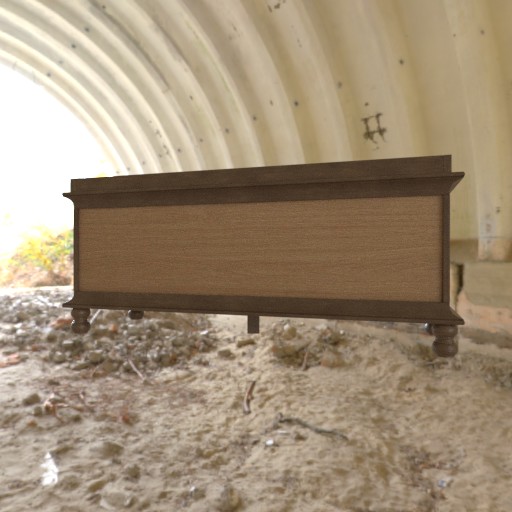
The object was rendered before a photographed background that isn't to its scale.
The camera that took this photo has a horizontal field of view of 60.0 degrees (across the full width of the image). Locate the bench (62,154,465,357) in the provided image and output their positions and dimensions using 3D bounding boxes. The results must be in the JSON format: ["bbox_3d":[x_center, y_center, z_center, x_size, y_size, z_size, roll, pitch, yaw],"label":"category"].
[{"bbox_3d":[0.000,0.000,1.439,1.185,0.501,0.402,0,0,18],"label":"bench"}]
